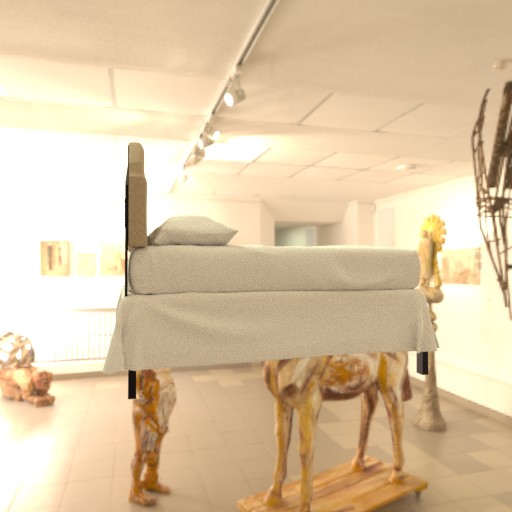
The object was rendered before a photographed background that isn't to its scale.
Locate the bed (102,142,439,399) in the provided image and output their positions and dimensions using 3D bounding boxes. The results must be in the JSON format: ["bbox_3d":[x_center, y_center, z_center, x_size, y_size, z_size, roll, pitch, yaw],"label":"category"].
[{"bbox_3d":[0.000,0.000,3.526,2.222,1.634,1.780,0,-1,-16],"label":"bed"}]
